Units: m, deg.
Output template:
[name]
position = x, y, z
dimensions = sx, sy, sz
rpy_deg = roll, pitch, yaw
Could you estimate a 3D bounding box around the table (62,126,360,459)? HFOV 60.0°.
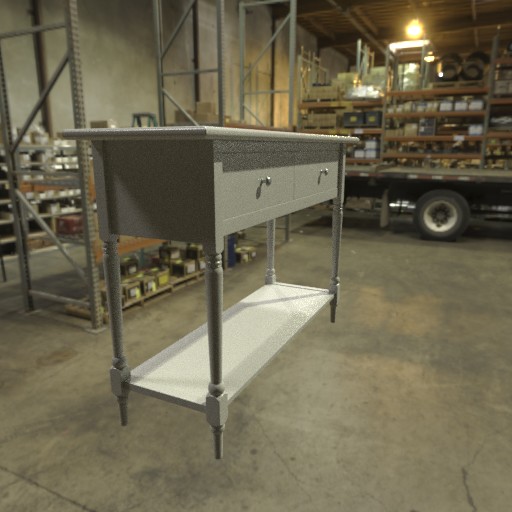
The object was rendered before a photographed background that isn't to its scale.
[table]
position = 0.000, 0.000, 1.529
dimensions = 0.384, 0.808, 1.197
rpy_deg = 7, 15, 26
